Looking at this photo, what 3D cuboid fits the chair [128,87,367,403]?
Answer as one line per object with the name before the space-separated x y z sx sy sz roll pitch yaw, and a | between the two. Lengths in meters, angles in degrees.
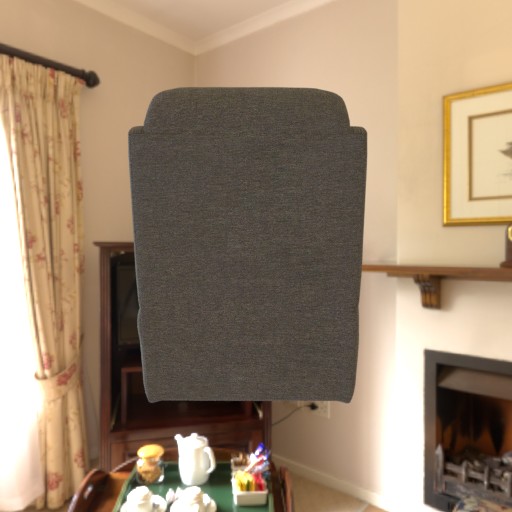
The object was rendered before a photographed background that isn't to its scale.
chair | 0.000 0.000 1.733 0.798 1.013 1.043 0 1 1
